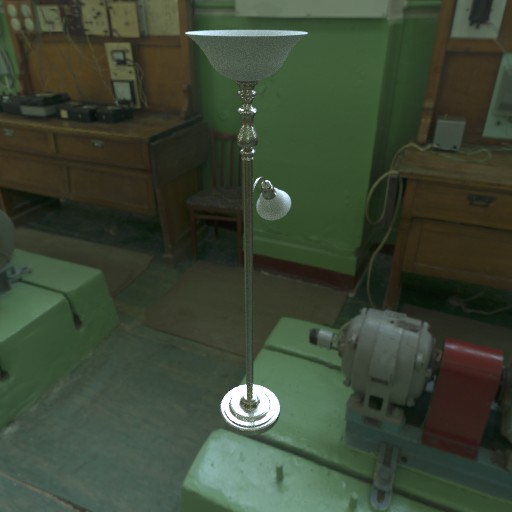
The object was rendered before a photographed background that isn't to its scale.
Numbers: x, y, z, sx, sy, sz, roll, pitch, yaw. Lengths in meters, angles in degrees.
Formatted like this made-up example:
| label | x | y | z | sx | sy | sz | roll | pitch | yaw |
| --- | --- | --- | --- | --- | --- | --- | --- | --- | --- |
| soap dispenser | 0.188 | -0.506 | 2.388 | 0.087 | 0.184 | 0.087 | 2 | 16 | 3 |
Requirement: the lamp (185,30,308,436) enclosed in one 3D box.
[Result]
| label | x | y | z | sx | sy | sz | roll | pitch | yaw |
| --- | --- | --- | --- | --- | --- | --- | --- | --- | --- |
| lamp | 0.000 | 0.000 | 1.974 | 0.405 | 1.785 | 0.575 | 11 | 31 | 19 |
